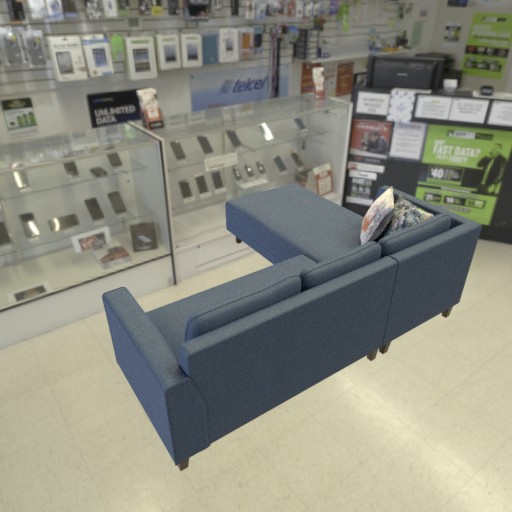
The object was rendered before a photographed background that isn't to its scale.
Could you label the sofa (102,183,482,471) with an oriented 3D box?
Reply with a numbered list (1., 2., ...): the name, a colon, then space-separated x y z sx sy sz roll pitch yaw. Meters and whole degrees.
1. sofa: 0.000 0.000 2.997 2.120 0.787 1.829 -19 36 -29
